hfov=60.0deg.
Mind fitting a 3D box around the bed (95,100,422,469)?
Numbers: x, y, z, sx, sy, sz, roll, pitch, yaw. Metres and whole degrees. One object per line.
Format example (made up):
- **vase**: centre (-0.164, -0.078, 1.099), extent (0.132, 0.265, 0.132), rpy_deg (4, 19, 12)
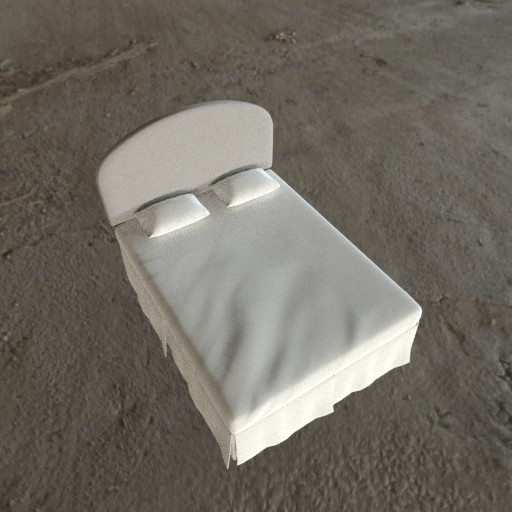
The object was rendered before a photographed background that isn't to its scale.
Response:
- **bed**: centre (0.000, 0.000, 3.175), extent (1.607, 1.410, 2.005), rpy_deg (-24, 51, -21)
